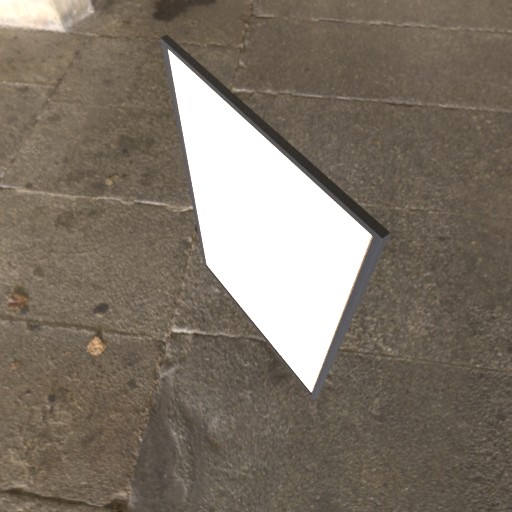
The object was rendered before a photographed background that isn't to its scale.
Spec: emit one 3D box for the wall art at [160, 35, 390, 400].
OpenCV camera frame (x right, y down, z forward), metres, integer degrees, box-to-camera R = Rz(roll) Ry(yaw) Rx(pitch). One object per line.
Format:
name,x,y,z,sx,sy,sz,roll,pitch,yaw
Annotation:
wall art,0.000,0.000,0.844,0.013,0.657,0.457,-33,63,-19
